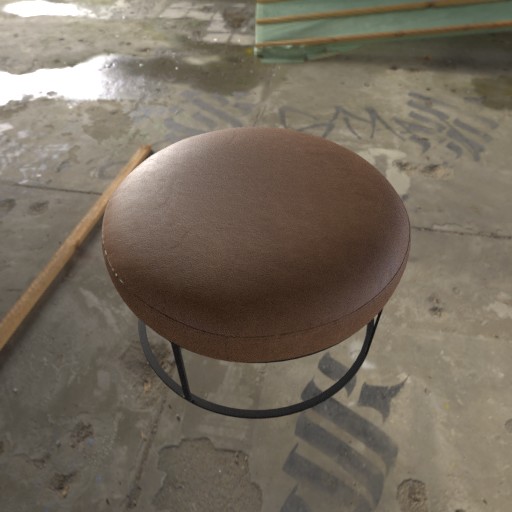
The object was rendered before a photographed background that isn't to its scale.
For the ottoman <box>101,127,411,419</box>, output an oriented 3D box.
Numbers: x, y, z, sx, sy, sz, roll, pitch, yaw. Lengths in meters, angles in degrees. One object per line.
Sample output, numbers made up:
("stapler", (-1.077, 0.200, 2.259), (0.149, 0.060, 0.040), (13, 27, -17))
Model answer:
("ottoman", (0.000, 0.000, 1.242), (0.771, 0.460, 0.771), (0, 46, 0))
